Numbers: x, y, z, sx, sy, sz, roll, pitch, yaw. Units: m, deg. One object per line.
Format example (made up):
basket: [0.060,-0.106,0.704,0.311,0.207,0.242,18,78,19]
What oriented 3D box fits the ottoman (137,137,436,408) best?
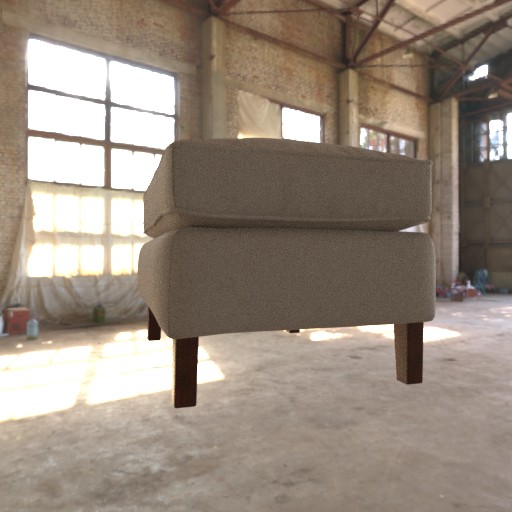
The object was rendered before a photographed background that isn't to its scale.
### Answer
ottoman: [0.000,0.000,0.999,0.501,0.456,0.665,0,0,-17]
